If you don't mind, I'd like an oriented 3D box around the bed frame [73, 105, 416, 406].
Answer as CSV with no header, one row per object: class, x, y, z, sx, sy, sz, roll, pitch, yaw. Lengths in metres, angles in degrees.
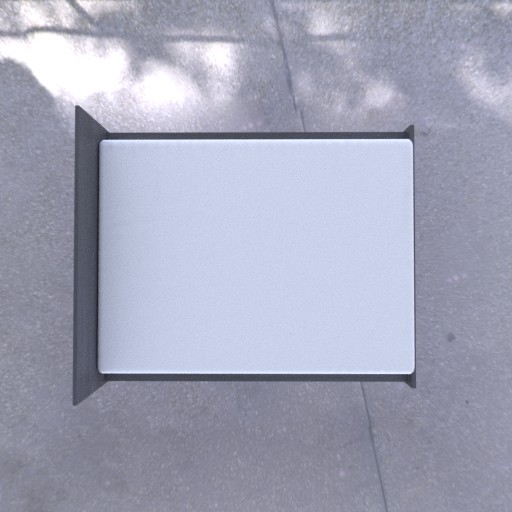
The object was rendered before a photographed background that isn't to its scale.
bed frame,0.000,0.000,2.784,1.960,0.800,1.622,0,89,0
